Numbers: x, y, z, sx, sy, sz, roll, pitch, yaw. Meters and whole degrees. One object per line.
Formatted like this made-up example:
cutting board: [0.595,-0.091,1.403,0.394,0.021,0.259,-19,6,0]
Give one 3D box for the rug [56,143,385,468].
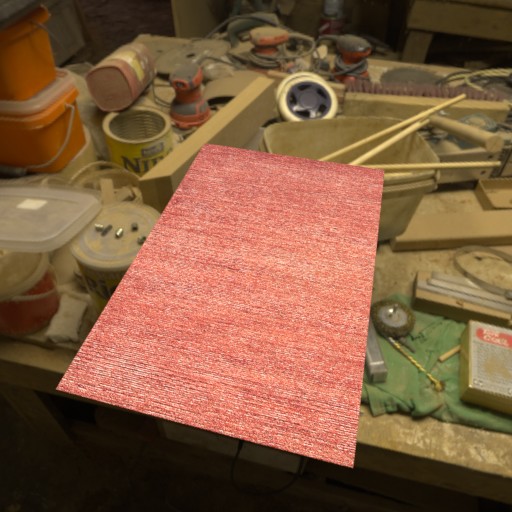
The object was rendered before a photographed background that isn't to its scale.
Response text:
rug: [0.000,0.000,2.179,1.139,0.011,1.747,11,48,10]
